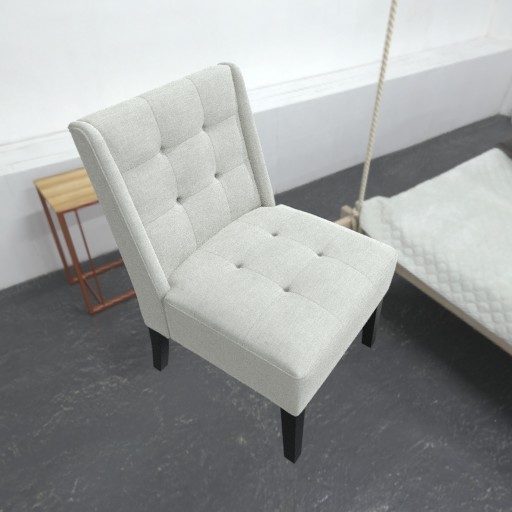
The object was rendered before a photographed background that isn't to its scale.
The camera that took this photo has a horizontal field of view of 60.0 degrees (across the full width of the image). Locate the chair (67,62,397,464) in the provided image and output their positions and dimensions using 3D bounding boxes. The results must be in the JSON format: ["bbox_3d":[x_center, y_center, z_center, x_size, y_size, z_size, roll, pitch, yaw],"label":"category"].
[{"bbox_3d":[0.000,0.000,1.284,0.676,0.853,0.569,25,46,27],"label":"chair"}]
